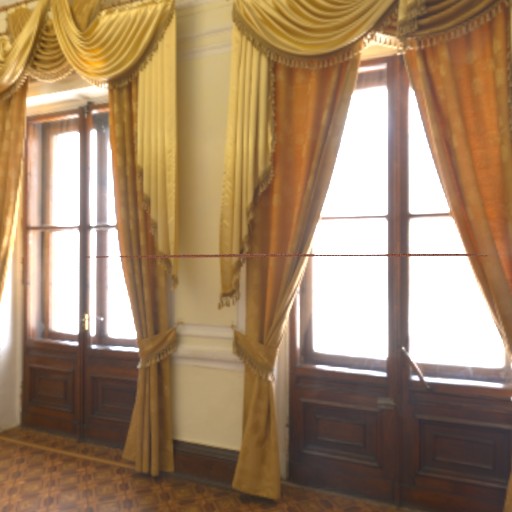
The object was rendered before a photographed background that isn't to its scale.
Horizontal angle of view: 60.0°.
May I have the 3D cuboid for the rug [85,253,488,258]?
[{"bbox_3d":[0.000,0.000,2.609,2.353,0.013,0.718,0,-1,35],"label":"rug"}]
